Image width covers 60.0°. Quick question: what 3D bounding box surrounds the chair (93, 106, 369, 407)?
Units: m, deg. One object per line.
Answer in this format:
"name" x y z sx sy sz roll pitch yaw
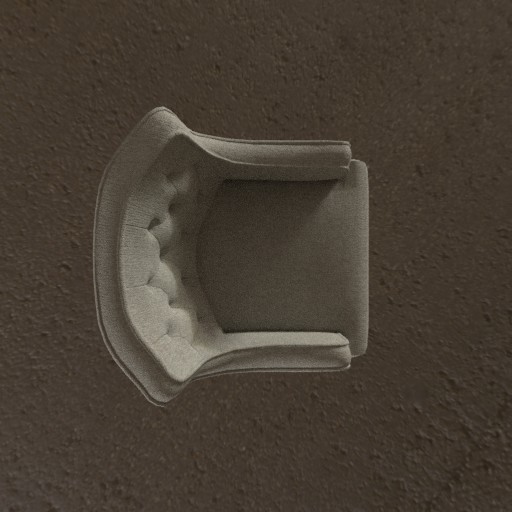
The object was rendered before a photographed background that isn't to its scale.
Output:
"chair" 0.000 0.000 1.628 0.910 0.920 0.820 0 90 -1
